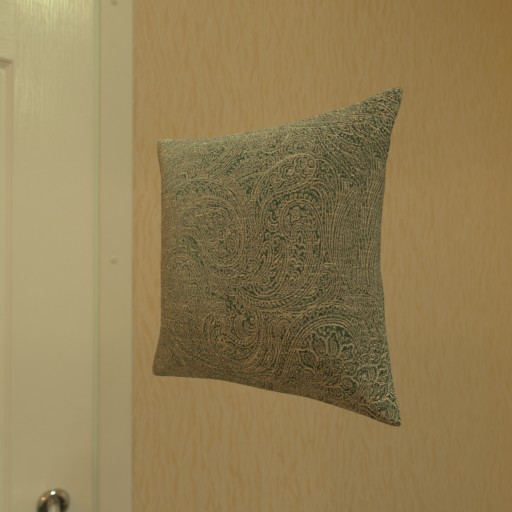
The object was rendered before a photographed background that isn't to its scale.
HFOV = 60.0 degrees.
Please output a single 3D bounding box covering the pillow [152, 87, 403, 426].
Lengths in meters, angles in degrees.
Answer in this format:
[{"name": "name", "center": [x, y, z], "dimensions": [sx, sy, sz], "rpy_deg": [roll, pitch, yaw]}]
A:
[{"name": "pillow", "center": [0.000, 0.000, 0.807], "dimensions": [0.526, 0.507, 0.166], "rpy_deg": [0, -1, 34]}]
